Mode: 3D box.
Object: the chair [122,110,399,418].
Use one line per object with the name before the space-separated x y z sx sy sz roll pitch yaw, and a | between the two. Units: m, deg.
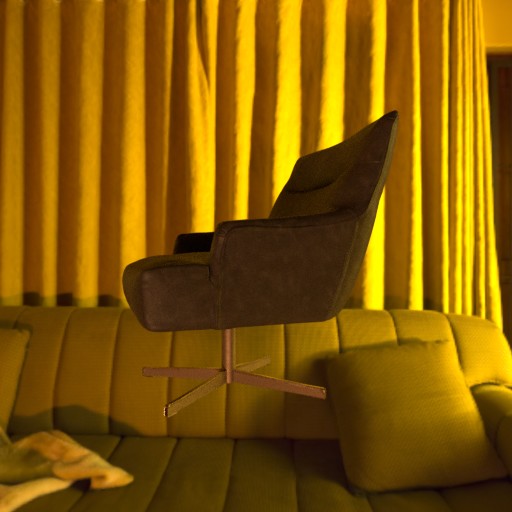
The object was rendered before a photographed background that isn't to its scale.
chair | 0.000 0.000 1.522 0.874 0.870 0.738 0 0 -19
